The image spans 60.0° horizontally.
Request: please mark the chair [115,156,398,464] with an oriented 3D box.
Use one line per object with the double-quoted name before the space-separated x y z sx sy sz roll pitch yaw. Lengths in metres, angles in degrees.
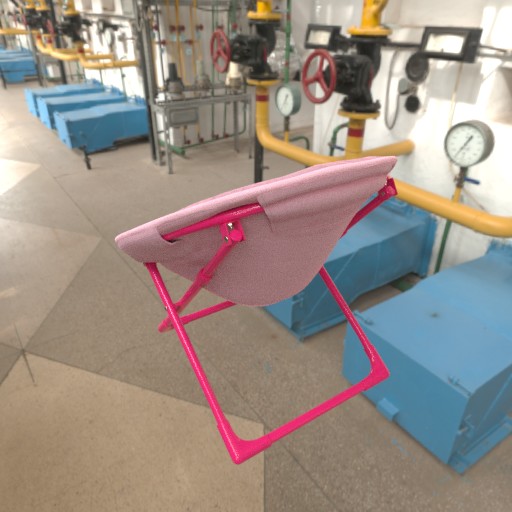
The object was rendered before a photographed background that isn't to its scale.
"chair" 0.000 0.000 0.881 0.522 0.494 0.459 -18 34 -29
